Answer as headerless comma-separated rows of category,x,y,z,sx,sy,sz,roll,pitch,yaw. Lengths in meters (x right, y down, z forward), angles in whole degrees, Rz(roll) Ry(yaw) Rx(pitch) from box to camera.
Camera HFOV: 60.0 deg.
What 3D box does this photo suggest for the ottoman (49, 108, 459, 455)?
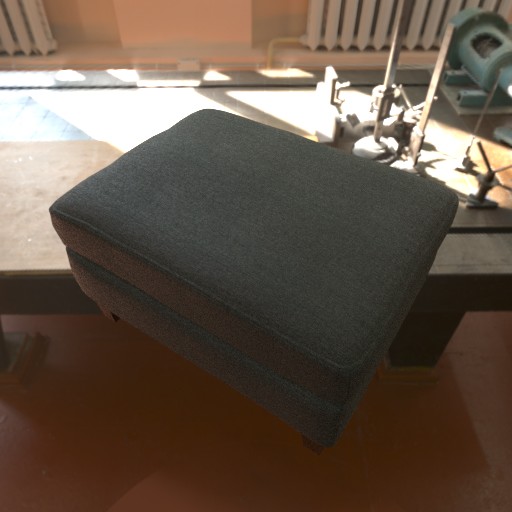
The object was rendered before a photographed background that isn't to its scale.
ottoman,0.000,0.000,1.202,0.826,0.496,0.639,26,51,23
